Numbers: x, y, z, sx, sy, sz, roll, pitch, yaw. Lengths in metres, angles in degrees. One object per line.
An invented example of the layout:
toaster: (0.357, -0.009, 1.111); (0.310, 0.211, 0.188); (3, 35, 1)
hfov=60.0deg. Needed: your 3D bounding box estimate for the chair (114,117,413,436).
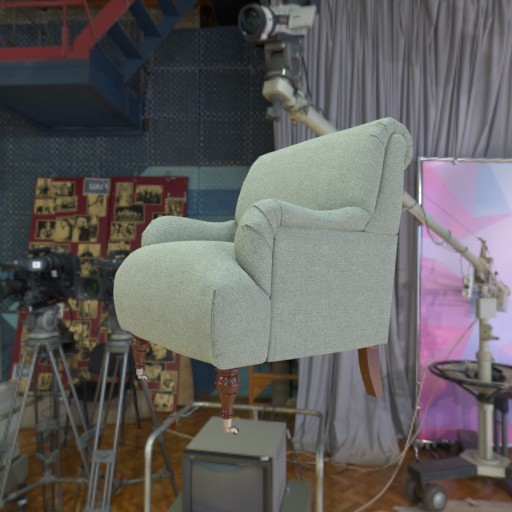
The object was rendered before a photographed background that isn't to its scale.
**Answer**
chair: (0.000, 0.000, 1.984); (1.060, 1.178, 0.964); (0, 0, -36)
